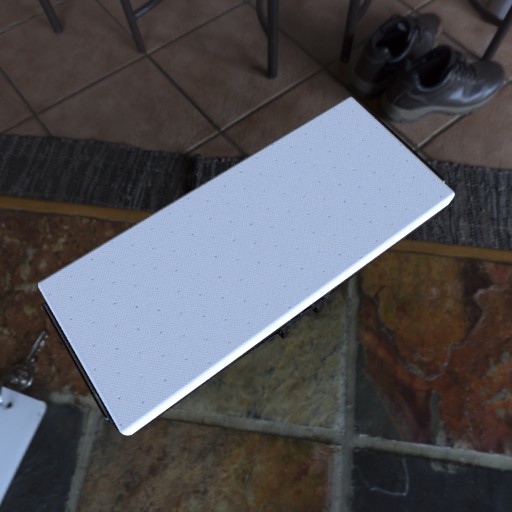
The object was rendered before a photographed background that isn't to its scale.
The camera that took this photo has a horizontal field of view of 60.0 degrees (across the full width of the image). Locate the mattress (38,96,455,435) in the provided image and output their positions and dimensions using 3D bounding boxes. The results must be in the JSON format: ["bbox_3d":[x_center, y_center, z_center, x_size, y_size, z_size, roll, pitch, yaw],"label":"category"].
[{"bbox_3d":[0.000,0.000,2.551,2.153,0.519,0.922,-34,70,-14],"label":"mattress"}]
